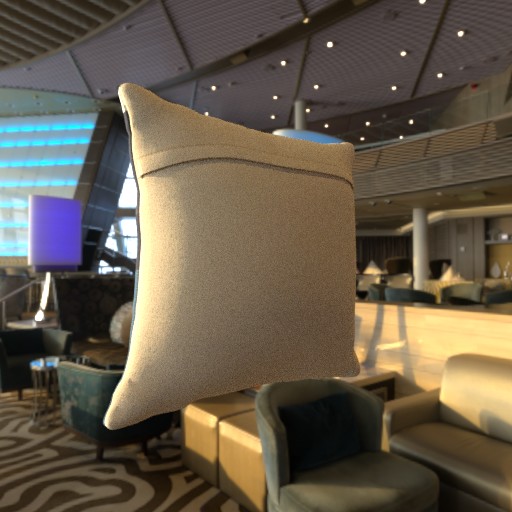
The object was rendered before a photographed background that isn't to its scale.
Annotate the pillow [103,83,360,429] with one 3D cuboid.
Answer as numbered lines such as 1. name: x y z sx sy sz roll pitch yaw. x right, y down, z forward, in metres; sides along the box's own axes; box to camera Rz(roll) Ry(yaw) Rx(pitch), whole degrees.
1. pillow: 0.000 0.000 0.795 0.536 0.506 0.229 1 -2 -36
